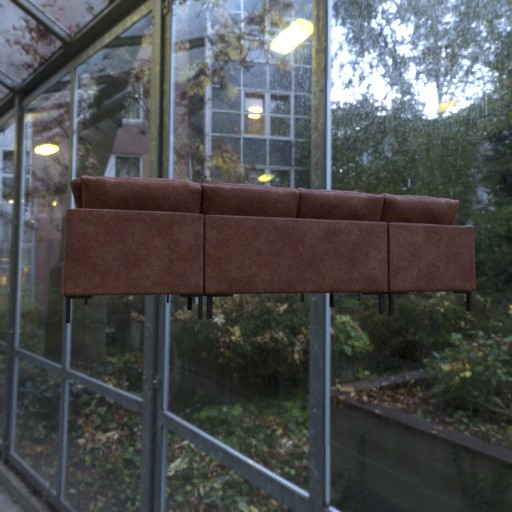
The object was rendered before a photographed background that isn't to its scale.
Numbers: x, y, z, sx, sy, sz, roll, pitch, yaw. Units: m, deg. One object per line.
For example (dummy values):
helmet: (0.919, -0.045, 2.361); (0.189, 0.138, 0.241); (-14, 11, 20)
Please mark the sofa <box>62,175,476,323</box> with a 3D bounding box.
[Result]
sofa: (0.000, 0.000, 3.884); (2.956, 0.900, 1.939); (1, -3, -17)
